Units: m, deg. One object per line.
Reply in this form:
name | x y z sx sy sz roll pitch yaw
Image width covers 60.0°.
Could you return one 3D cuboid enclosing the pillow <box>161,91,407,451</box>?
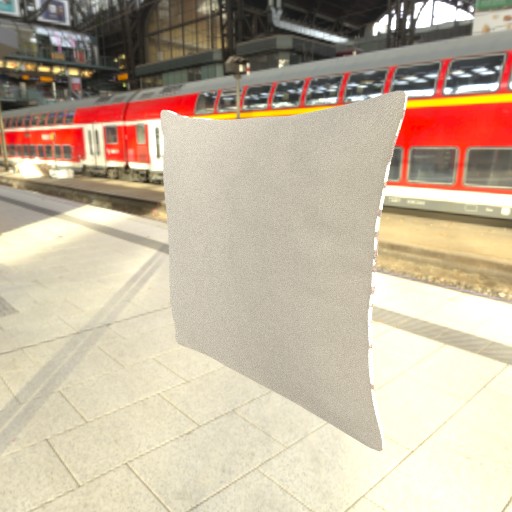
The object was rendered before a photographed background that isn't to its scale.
pillow | 0.000 0.000 0.771 0.166 0.507 0.526 -14 20 -43
